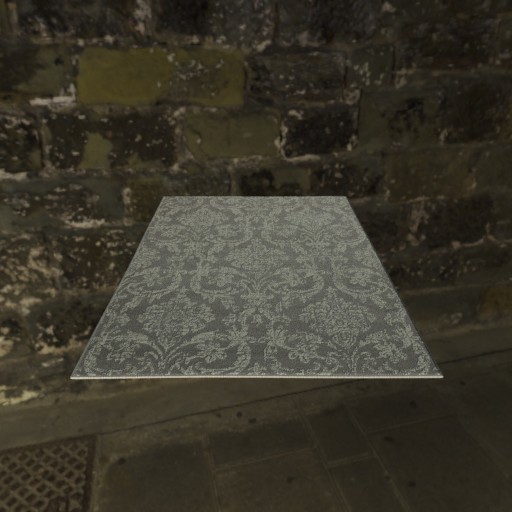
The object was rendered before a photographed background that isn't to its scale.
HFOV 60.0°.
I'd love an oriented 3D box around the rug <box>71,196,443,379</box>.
[{"bbox_3d":[0.000,0.000,2.847,1.578,0.014,2.206,0,28,0],"label":"rug"}]
